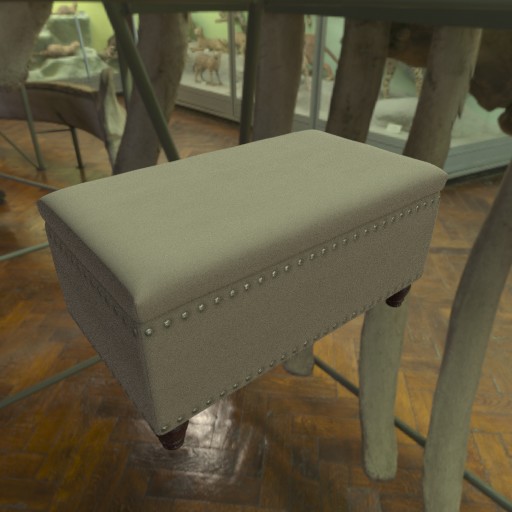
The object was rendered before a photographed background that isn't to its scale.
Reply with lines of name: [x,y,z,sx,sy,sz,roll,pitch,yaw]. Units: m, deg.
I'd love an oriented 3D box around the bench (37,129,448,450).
bench: [0.000,0.000,1.173,0.887,0.449,0.500,-23,38,-33]
